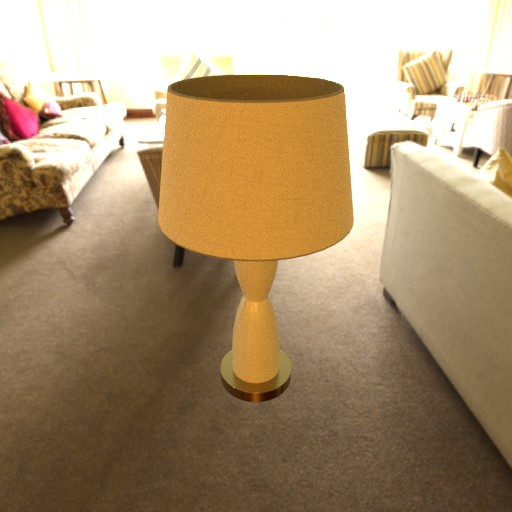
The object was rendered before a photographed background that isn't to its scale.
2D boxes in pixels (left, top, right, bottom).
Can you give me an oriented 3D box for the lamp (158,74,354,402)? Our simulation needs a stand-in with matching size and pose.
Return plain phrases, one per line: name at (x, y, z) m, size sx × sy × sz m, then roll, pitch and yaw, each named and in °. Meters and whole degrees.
lamp at (0.000, 0.000, 0.750) m, size 0.309 × 0.545 × 0.309 m, roll 0°, pitch 29°, yaw 0°
